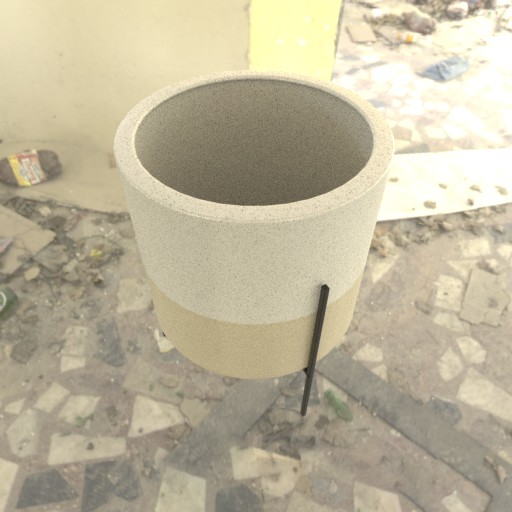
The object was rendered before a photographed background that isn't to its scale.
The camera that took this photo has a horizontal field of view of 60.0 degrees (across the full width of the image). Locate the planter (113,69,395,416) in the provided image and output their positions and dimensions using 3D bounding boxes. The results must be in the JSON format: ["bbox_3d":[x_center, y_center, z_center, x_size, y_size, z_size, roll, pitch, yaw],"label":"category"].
[{"bbox_3d":[0.000,0.000,0.748,0.359,0.484,0.368,24,51,21],"label":"planter"}]
